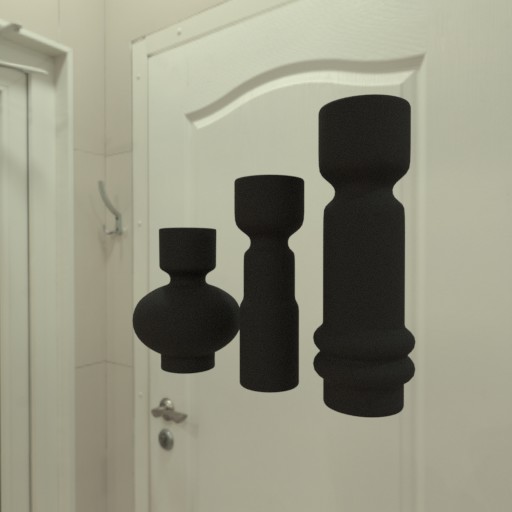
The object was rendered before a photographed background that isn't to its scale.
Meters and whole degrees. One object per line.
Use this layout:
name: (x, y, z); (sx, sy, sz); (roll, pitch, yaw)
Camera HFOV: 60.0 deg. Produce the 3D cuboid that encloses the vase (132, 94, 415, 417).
vase: (0.000, 0.000, 0.439); (0.307, 0.249, 0.120); (1, 1, 36)
